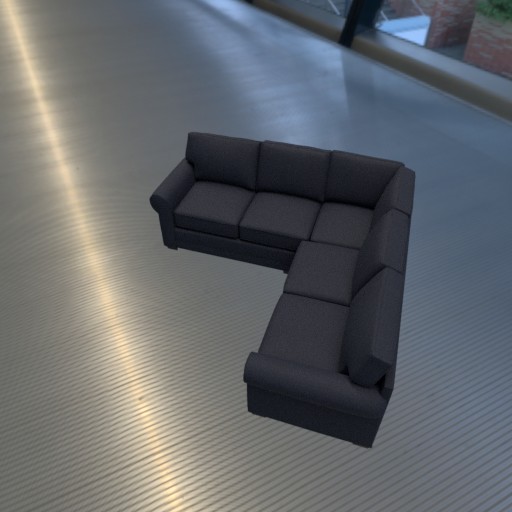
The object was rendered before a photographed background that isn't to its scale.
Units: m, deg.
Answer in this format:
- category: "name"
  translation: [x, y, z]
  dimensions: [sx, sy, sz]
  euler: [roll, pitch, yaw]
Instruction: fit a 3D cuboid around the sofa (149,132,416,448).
- category: "sofa"
  translation: [0.000, 0.000, 3.940]
  dimensions: [2.487, 1.042, 2.562]
  euler: [12, 43, 13]
